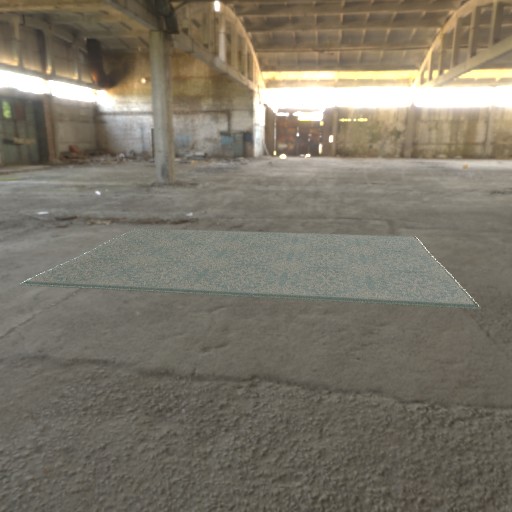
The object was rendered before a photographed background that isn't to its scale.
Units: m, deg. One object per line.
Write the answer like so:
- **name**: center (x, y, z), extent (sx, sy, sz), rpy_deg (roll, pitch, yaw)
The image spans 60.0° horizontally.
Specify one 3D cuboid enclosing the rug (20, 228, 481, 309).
- **rug**: center (0.000, 0.000, 2.324), extent (1.840, 0.012, 1.219), rpy_deg (2, 15, 8)
